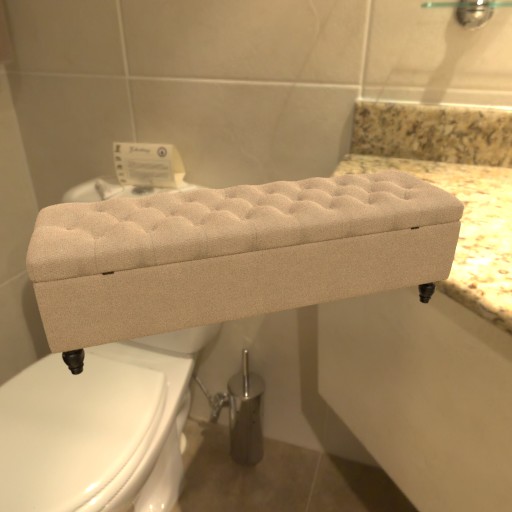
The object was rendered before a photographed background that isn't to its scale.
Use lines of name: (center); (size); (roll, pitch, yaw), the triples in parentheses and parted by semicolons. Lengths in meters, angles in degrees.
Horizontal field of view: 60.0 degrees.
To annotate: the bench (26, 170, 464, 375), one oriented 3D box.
bench: (0.000, 0.000, 1.690); (1.480, 0.467, 0.455); (-9, 29, -16)
